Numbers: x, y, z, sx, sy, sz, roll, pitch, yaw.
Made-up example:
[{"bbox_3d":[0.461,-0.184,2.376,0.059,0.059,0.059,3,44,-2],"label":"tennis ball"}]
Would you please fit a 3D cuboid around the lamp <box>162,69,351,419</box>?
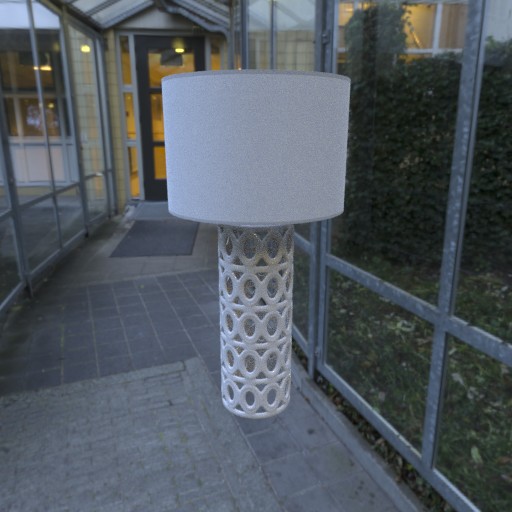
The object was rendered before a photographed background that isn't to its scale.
[{"bbox_3d":[0.000,0.000,0.864,0.325,0.636,0.324,-2,16,-8],"label":"lamp"}]
